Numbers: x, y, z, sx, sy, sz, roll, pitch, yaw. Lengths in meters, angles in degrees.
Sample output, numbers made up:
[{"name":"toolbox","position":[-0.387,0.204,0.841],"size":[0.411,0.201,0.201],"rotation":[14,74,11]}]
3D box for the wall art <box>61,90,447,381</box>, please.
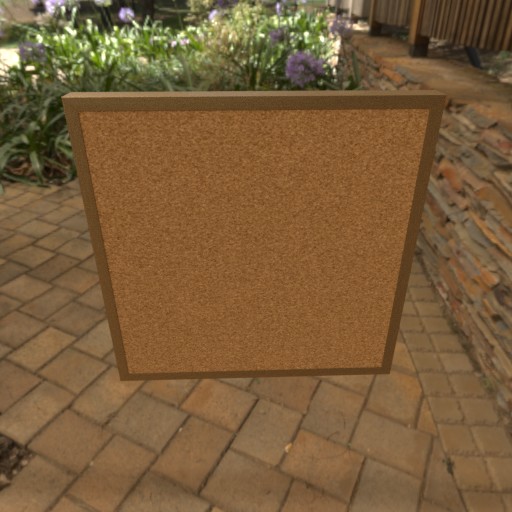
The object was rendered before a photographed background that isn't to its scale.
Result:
[{"name":"wall art","position":[0.000,0.000,0.729],"size":[0.510,0.509,0.037],"rotation":[-1,30,-2]}]
